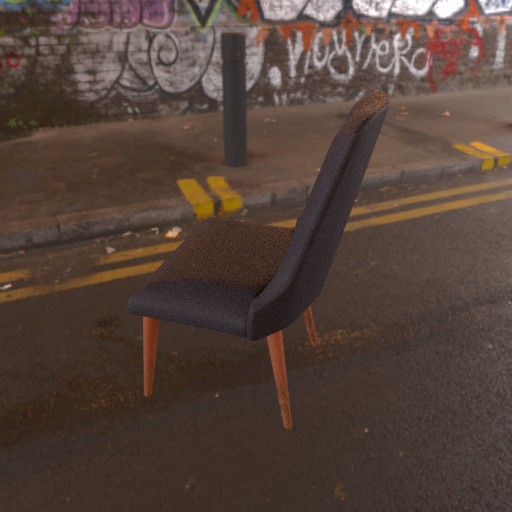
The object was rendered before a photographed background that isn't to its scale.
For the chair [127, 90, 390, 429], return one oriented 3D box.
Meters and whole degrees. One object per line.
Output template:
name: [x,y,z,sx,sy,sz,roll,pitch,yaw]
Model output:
chair: [0.000,0.000,1.171,0.567,0.820,0.504,9,31,15]
